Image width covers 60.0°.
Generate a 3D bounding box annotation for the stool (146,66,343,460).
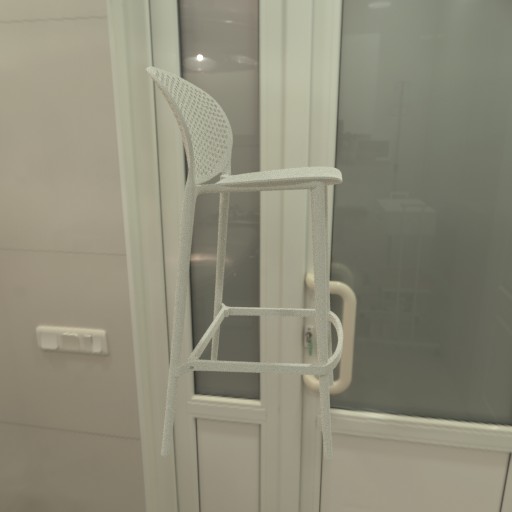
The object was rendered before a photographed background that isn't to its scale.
[{"bbox_3d":[0.000,0.000,1.325,0.535,1.045,0.536,3,15,10],"label":"stool"}]
